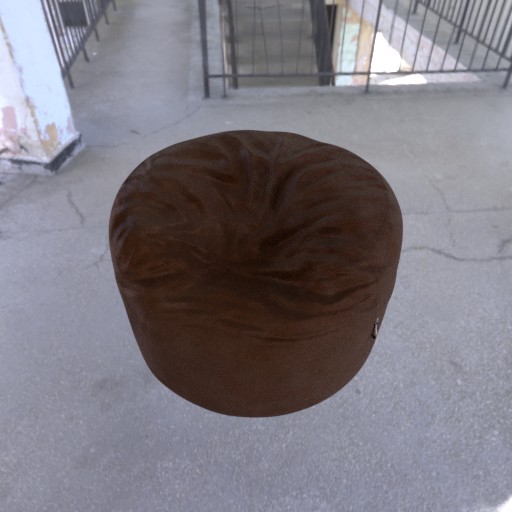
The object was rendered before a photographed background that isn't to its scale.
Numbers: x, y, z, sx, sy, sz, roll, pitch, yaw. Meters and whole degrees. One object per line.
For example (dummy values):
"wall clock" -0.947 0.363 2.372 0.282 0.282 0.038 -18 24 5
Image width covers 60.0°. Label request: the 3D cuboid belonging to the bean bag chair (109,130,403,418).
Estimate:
"bean bag chair" 0.000 0.000 1.513 0.918 0.616 0.918 0 41 0
